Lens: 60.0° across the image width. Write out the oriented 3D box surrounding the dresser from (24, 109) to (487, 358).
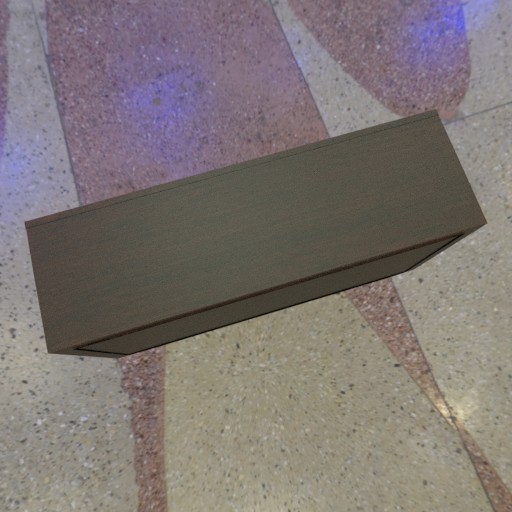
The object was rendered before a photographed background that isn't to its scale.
[{"bbox_3d":[0.000,0.000,2.079,1.609,0.971,0.499,-16,76,-4],"label":"dresser"}]
